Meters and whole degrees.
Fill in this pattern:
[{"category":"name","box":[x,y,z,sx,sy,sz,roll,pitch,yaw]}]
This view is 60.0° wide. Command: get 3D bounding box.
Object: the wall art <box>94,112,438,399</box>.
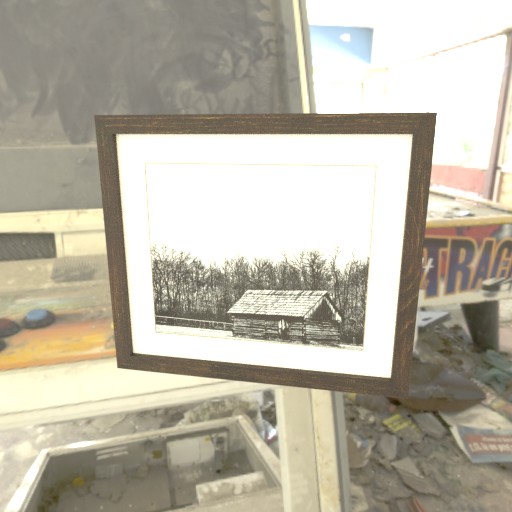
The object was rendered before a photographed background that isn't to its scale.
[{"category":"wall art","box":[0.000,0.000,0.542,0.381,0.330,0.031,3,16,11]}]
